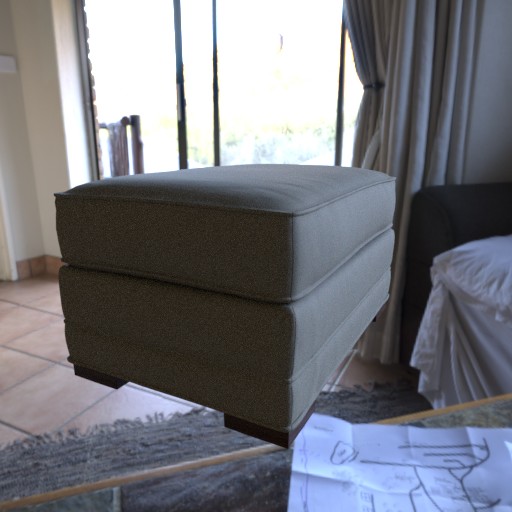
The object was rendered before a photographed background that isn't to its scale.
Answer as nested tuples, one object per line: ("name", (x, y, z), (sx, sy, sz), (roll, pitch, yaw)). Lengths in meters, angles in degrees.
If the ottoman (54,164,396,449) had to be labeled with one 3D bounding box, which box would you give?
("ottoman", (0.000, 0.000, 1.221), (0.611, 0.482, 0.848), (8, 16, 27))
